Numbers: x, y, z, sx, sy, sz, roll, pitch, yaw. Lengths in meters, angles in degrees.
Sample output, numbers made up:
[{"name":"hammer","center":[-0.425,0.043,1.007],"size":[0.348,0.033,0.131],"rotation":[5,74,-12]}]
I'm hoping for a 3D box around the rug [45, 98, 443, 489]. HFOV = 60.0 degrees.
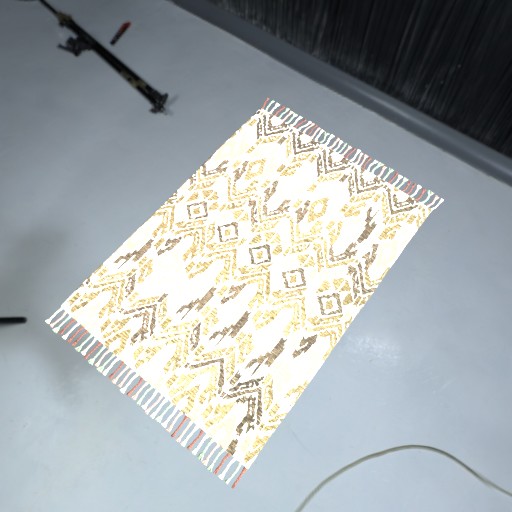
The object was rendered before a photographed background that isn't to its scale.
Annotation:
[{"name":"rug","center":[0.000,0.000,2.302],"size":[1.219,0.008,1.829],"rotation":[35,70,15]}]
